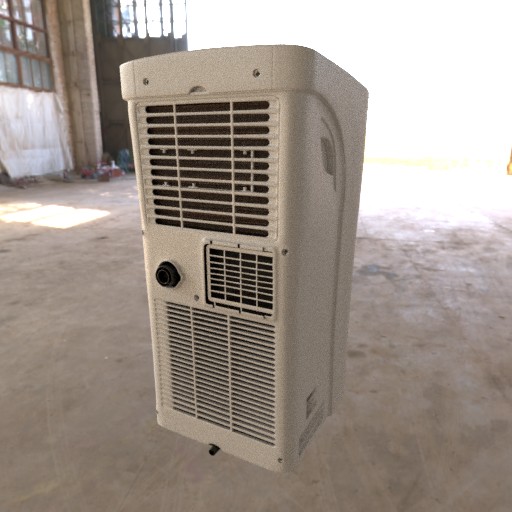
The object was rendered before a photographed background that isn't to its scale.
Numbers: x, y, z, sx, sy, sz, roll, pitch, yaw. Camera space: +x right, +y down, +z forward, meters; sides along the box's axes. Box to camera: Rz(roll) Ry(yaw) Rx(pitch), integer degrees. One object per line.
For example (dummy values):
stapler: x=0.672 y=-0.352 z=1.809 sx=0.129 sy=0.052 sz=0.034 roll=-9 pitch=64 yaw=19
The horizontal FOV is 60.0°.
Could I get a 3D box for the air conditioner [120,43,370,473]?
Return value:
air conditioner: x=0.000 y=0.000 z=0.891 sx=0.352 sy=0.716 sz=0.369 roll=8 pitch=17 yaw=28
